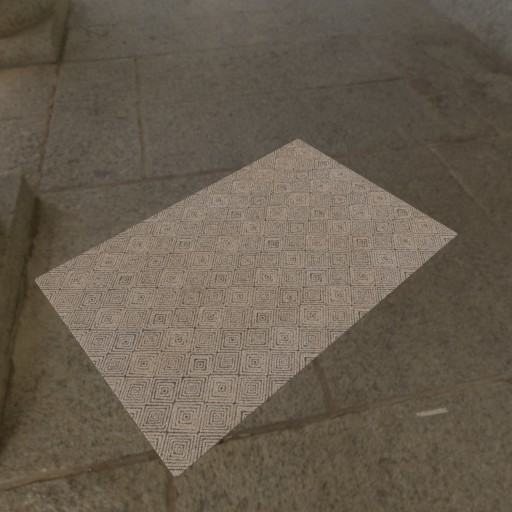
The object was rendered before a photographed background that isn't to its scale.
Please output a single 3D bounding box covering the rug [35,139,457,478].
[{"bbox_3d":[0.000,0.000,2.217,1.783,0.008,1.175,-33,56,-26],"label":"rug"}]
